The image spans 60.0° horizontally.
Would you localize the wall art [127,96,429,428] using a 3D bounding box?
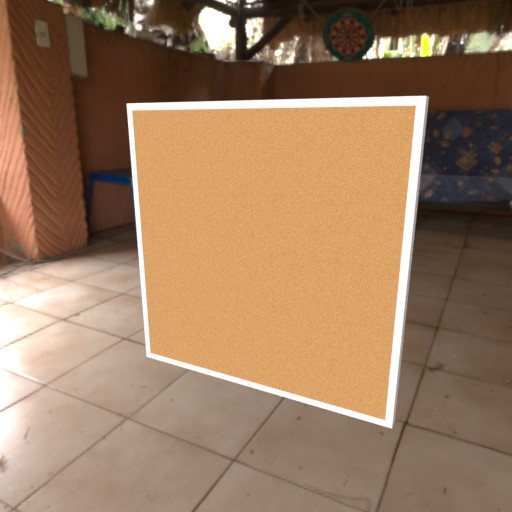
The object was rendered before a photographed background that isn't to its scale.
[{"bbox_3d":[0.000,0.000,1.150,0.762,0.762,0.038,8,19,26],"label":"wall art"}]
